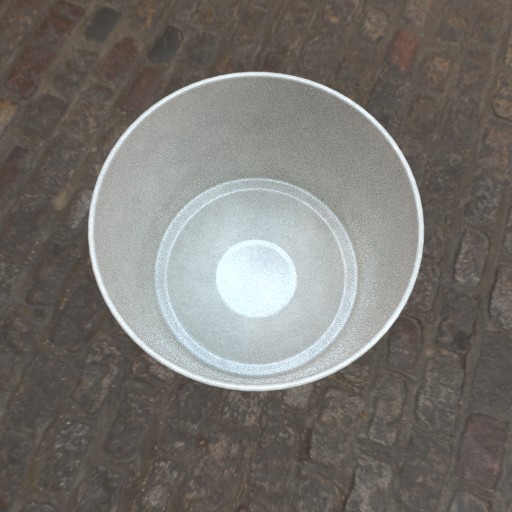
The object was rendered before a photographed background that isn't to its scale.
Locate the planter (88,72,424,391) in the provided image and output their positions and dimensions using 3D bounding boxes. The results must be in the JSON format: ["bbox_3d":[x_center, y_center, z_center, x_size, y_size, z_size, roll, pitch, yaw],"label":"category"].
[{"bbox_3d":[0.000,0.000,0.445,0.250,0.239,0.250,0,76,0],"label":"planter"}]
